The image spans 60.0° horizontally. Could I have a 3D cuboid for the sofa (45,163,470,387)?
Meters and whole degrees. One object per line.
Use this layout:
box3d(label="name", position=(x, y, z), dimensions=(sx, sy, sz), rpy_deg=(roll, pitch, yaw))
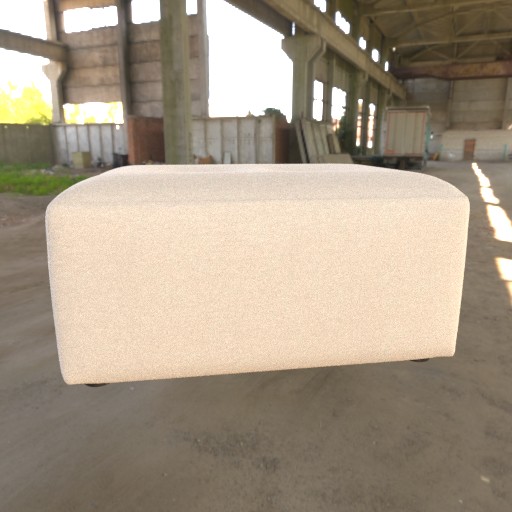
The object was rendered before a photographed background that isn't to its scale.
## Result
box3d(label="sofa", position=(0.000, 0.000, 1.193), dimensions=(0.930, 0.470, 0.480), rpy_deg=(-2, 15, -8))
